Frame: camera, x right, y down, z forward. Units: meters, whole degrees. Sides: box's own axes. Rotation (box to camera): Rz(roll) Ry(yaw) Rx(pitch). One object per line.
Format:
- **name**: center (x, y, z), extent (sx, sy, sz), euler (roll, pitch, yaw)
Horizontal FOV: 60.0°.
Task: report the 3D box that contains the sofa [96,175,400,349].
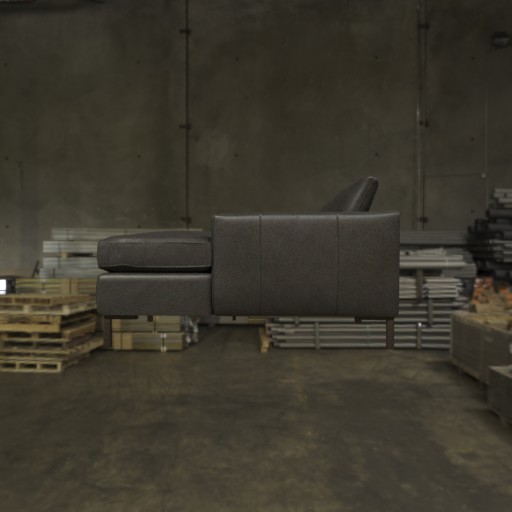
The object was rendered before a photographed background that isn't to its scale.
- **sofa**: center (0.000, 0.000, 3.587), extent (1.471, 0.859, 2.993), euler (0, 1, 2)
